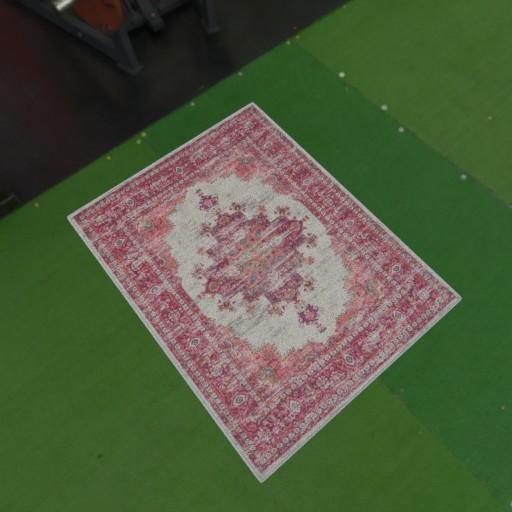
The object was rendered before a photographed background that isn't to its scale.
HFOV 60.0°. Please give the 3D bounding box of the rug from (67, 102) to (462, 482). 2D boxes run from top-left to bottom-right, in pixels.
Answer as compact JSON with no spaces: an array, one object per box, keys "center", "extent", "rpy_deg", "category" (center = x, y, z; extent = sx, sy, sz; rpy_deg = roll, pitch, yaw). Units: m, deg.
[{"center":[0.000,0.000,4.331],"extent":[2.447,0.017,3.123],"rpy_deg":[-36,70,-15],"category":"rug"}]
